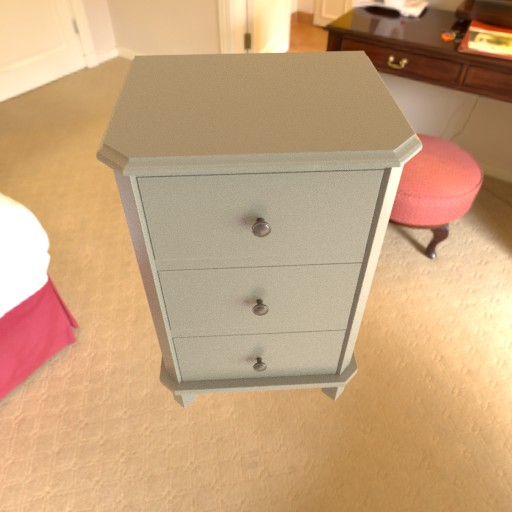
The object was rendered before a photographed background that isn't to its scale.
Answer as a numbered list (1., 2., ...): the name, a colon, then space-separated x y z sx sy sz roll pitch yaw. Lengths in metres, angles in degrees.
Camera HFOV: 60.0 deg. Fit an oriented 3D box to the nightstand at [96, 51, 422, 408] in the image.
1. nightstand: 0.000 0.000 0.910 0.435 0.680 0.348 -2 44 -2
